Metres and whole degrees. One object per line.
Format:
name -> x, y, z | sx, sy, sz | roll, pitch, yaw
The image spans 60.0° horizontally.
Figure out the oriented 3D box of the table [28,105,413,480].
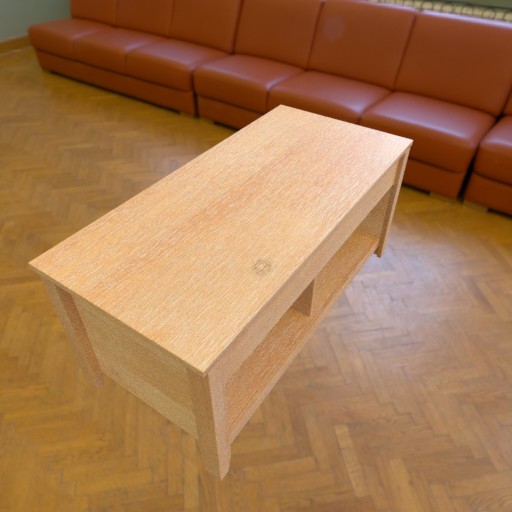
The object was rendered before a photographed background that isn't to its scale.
table -> 0.000, 0.000, 1.307 | 0.483, 0.457, 1.016 | 24, 47, 25
